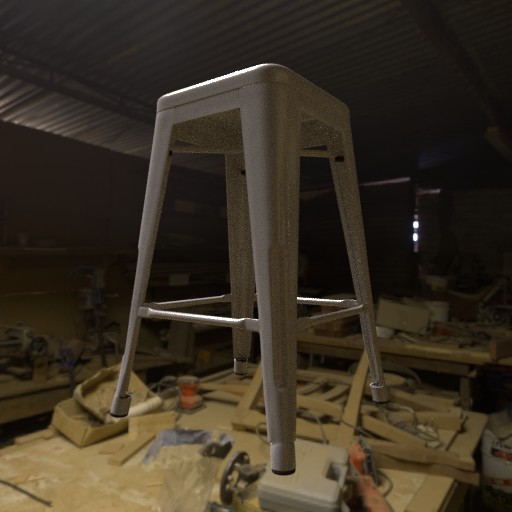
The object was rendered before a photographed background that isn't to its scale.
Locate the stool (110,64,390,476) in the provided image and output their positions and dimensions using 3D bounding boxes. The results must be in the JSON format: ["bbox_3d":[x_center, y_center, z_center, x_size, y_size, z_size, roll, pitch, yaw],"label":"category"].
[{"bbox_3d":[0.000,0.000,0.883,0.406,0.610,0.406,0,0,37],"label":"stool"}]
